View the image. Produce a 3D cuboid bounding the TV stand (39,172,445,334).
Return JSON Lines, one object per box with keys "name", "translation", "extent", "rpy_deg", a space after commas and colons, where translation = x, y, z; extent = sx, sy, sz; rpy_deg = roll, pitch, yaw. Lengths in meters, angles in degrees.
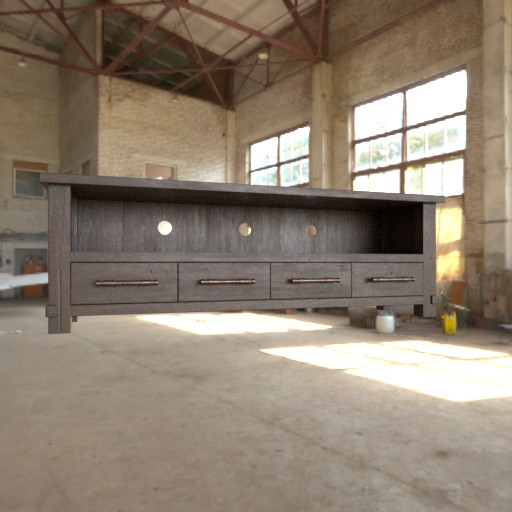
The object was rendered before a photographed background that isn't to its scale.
{"name": "TV stand", "translation": [0.000, 0.000, 2.165], "extent": [1.866, 0.615, 0.471], "rpy_deg": [0, -1, -18]}
